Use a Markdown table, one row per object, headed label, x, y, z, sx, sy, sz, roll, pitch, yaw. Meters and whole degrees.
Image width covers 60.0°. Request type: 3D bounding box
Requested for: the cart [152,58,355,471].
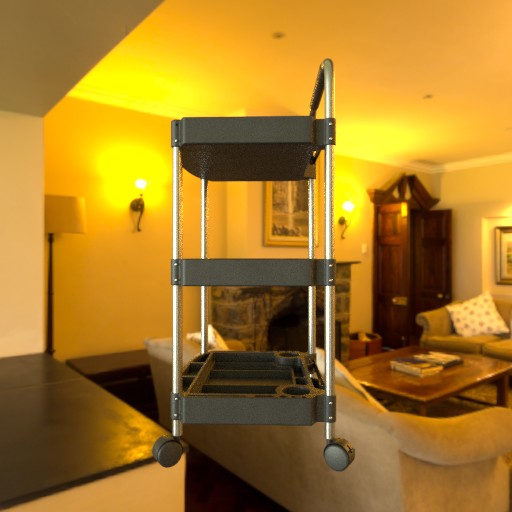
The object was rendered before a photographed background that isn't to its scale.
| label | x | y | z | sx | sy | sz | roll | pitch | yaw |
| --- | --- | --- | --- | --- | --- | --- | --- | --- | --- |
| cart | 0.000 | 0.000 | 1.388 | 0.518 | 1.075 | 0.584 | 0 | 0 | 2 |
